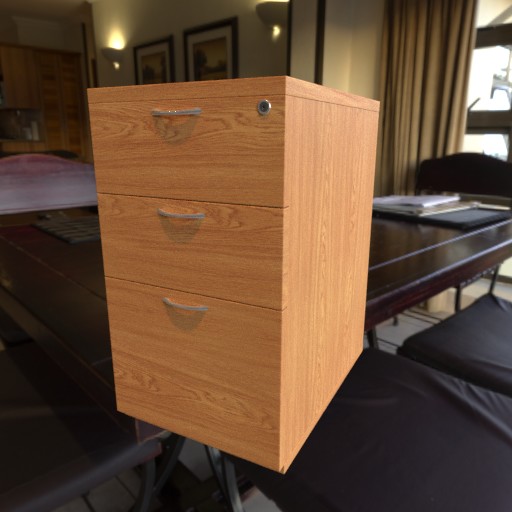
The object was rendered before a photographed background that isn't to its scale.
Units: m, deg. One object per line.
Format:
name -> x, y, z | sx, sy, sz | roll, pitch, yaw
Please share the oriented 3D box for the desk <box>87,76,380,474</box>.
desk -> 0.000, 0.000, 1.072 | 0.404, 0.730, 0.600 | 8, 17, 27
